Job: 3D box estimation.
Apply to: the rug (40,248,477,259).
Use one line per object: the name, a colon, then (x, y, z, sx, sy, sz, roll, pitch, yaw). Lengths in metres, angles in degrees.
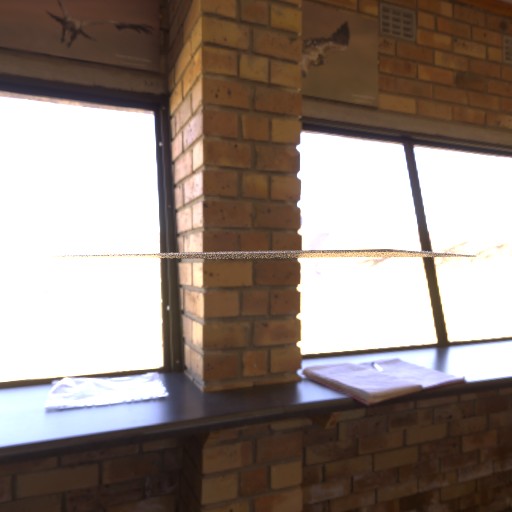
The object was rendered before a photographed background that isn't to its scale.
rug: (0.000, 0.000, 3.546, 2.878, 0.014, 2.005, -1, -1, 36)
